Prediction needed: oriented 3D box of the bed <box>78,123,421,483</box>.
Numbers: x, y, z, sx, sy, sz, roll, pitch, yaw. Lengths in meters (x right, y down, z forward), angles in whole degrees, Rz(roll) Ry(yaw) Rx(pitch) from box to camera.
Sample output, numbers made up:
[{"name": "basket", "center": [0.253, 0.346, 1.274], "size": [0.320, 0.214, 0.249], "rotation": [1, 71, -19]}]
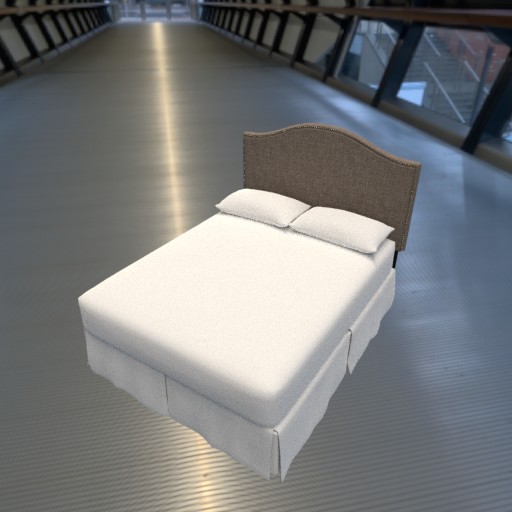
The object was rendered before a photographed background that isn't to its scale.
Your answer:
[{"name": "bed", "center": [0.000, 0.000, 3.320], "size": [1.713, 1.518, 2.153], "rotation": [19, 35, 28]}]
